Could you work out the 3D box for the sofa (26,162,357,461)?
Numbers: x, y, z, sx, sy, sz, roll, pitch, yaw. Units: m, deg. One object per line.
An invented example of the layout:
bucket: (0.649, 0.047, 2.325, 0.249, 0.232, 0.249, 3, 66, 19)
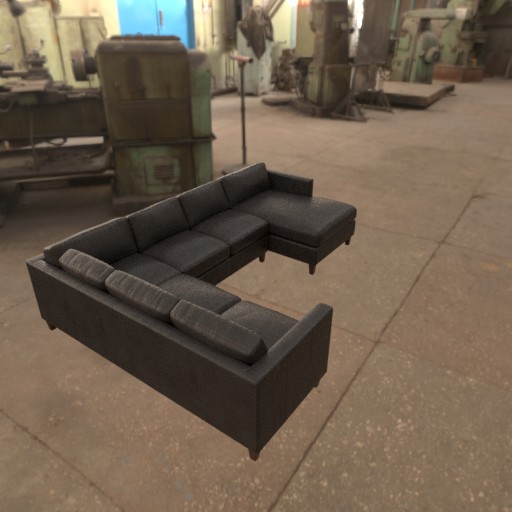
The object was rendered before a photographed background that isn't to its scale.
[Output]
sofa: (0.000, 0.000, 4.449, 2.452, 0.891, 3.324, 19, 34, 31)
